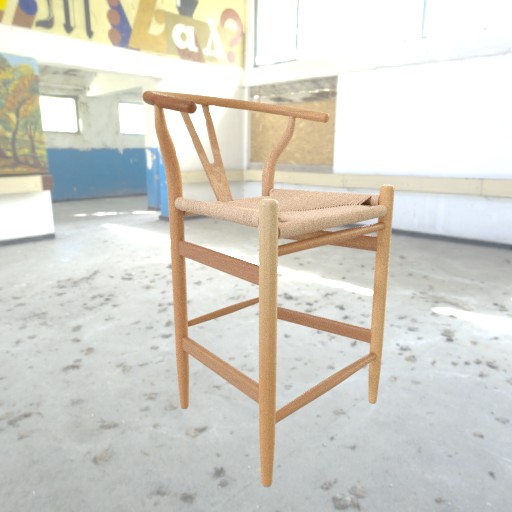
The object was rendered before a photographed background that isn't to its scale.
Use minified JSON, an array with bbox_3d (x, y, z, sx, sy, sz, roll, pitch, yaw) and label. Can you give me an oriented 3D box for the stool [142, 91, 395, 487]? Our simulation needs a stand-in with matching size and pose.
[{"bbox_3d":[0.000,0.000,1.275,0.575,0.923,0.536,13,19,43],"label":"stool"}]
